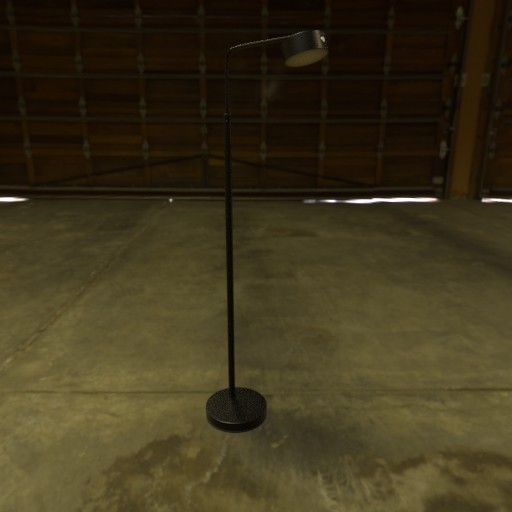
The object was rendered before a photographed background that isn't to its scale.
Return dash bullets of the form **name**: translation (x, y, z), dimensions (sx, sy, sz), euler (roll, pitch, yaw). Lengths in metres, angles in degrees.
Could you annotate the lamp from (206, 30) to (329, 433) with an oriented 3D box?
- **lamp**: translation (0.000, 0.000, 1.376), dimensions (0.418, 1.230, 0.219), euler (15, 22, 42)
